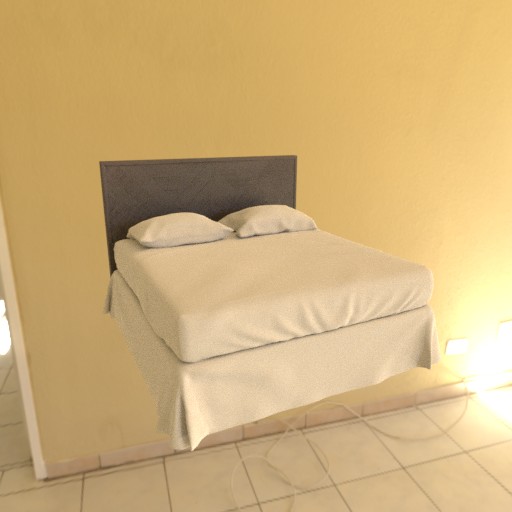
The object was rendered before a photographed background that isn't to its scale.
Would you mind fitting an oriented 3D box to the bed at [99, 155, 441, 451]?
[{"bbox_3d":[0.000,0.000,2.875,1.772,1.142,1.785,-8,18,-26],"label":"bed"}]
